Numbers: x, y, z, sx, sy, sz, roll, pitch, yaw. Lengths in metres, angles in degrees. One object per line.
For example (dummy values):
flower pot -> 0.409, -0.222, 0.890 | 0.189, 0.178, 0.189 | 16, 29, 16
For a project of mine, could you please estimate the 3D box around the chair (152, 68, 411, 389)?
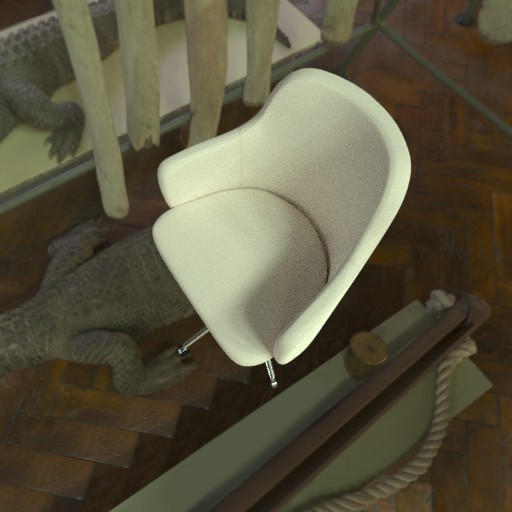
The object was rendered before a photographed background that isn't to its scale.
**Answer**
chair -> 0.000, 0.000, 1.254 | 0.647, 0.819, 0.602 | -31, 68, -14
